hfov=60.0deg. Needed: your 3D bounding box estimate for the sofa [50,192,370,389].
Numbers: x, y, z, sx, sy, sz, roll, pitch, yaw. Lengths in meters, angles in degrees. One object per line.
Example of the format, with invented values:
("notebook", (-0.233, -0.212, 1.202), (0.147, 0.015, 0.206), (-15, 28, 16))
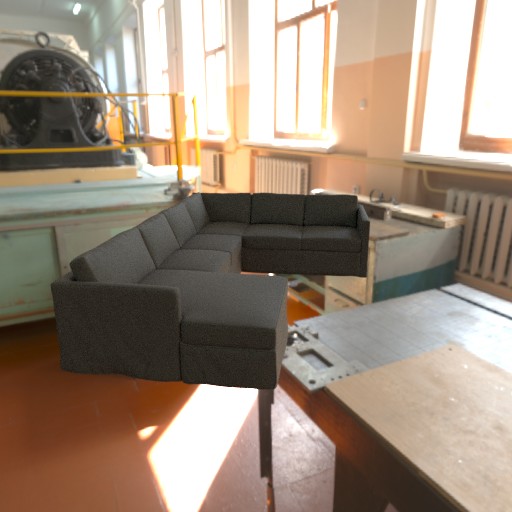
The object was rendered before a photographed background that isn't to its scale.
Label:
("sofa", (0.000, 0.000, 4.647), (2.476, 0.878, 3.528), (2, 17, 8))
